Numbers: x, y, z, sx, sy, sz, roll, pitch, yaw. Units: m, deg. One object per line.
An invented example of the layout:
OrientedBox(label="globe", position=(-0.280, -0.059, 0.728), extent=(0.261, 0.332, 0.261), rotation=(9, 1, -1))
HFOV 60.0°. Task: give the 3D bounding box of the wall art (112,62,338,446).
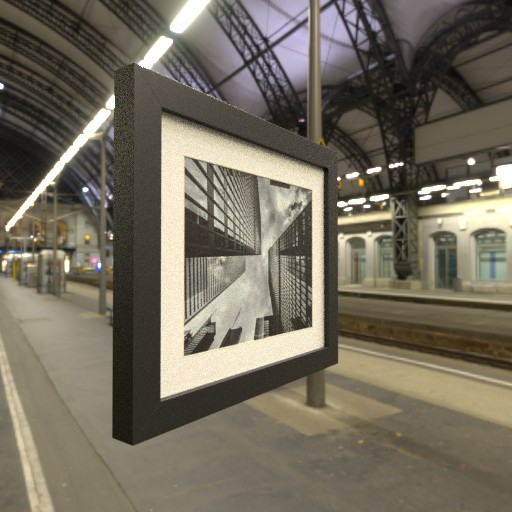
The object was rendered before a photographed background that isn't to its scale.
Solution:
OrientedBox(label="wall art", position=(0.000, 0.000, 0.532), extent=(0.028, 0.321, 0.381), rotation=(-1, -1, 37))
